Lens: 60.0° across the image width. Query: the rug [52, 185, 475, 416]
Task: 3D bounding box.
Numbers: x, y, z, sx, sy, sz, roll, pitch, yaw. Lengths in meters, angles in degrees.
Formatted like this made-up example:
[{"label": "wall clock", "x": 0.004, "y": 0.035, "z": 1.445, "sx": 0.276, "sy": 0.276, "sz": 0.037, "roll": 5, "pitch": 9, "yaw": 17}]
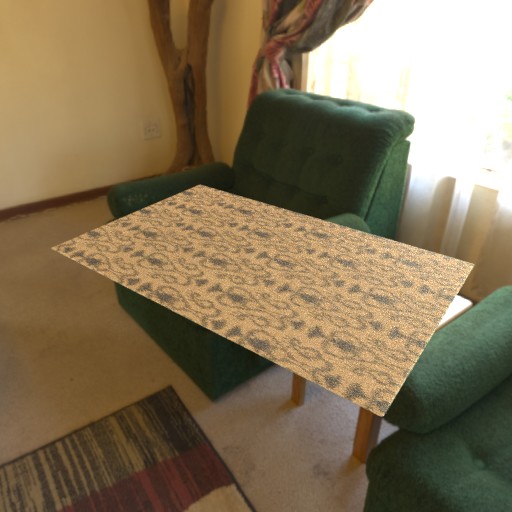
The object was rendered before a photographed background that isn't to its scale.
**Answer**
[{"label": "rug", "x": 0.000, "y": 0.000, "z": 2.032, "sx": 1.652, "sy": 0.006, "sz": 1.035, "roll": 20, "pitch": 36, "yaw": 31}]
